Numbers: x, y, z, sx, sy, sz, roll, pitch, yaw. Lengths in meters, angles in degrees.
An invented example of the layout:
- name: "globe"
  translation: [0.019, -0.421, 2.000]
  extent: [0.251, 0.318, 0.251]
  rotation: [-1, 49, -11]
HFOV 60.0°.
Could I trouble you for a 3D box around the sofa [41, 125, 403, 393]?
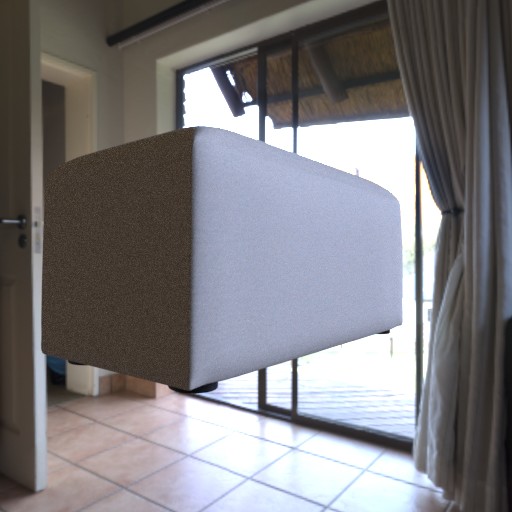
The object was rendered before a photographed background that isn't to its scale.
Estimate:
- name: "sofa"
  translation: [0.000, 0.000, 1.182]
  extent: [0.480, 0.470, 0.930]
  rotation: [-1, -1, 38]
